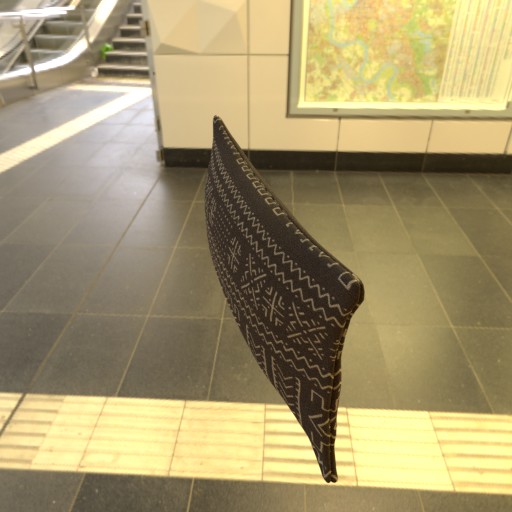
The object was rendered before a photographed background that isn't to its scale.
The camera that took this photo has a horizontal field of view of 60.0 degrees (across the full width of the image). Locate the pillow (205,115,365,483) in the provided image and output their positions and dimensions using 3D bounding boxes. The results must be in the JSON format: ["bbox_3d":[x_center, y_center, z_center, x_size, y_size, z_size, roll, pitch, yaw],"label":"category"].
[{"bbox_3d":[0.000,0.000,0.768,0.135,0.322,0.667,-9,33,-14],"label":"pillow"}]
